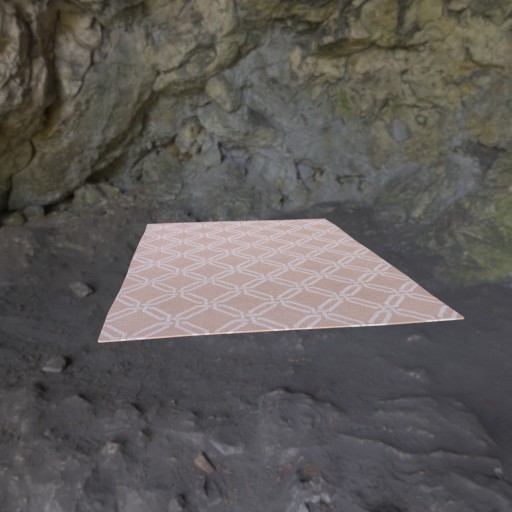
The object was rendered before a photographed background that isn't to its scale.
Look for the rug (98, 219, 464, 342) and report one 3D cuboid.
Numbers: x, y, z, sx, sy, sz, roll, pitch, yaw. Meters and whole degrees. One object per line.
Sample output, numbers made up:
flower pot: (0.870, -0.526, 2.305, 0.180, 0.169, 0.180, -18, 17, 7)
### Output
rug: (0.000, 0.000, 4.458, 2.452, 0.020, 3.365, -2, 17, -8)
